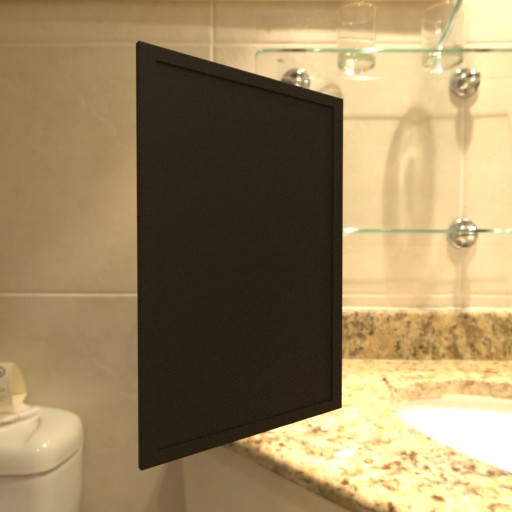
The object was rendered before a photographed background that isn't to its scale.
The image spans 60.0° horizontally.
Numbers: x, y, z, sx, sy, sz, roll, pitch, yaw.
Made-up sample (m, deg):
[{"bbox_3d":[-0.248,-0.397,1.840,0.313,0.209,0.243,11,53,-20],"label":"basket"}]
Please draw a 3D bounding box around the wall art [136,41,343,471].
[{"bbox_3d":[0.000,0.000,0.819,0.451,0.661,0.012,-1,2,-36],"label":"wall art"}]
